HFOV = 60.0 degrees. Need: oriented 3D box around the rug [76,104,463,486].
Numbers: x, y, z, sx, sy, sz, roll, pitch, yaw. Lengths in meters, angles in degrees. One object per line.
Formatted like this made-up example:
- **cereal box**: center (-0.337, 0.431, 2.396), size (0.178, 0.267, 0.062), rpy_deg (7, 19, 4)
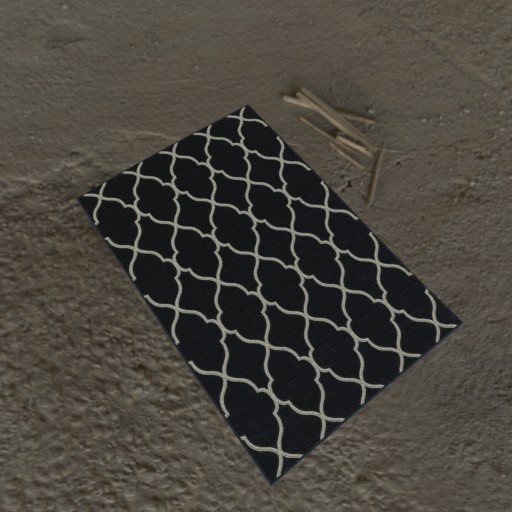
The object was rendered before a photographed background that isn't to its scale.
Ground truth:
- **rug**: center (0.000, 0.000, 2.964), size (1.526, 0.014, 2.290), rpy_deg (-34, 68, -15)
